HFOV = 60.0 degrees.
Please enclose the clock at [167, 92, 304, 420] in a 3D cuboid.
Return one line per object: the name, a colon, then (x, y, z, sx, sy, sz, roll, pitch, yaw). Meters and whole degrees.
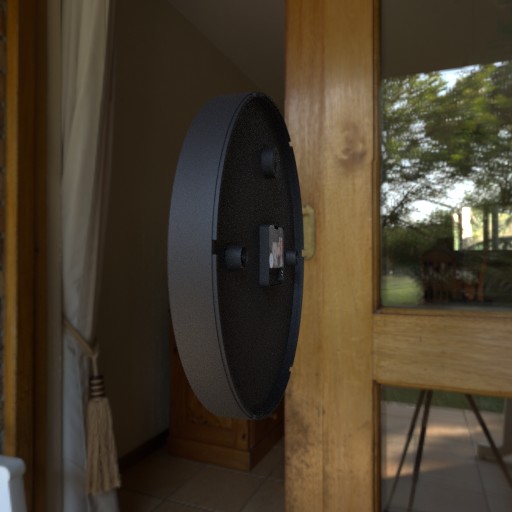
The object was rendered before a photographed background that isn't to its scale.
clock: (0.000, 0.000, 0.423, 0.040, 0.293, 0.293, 0, 0, 17)
